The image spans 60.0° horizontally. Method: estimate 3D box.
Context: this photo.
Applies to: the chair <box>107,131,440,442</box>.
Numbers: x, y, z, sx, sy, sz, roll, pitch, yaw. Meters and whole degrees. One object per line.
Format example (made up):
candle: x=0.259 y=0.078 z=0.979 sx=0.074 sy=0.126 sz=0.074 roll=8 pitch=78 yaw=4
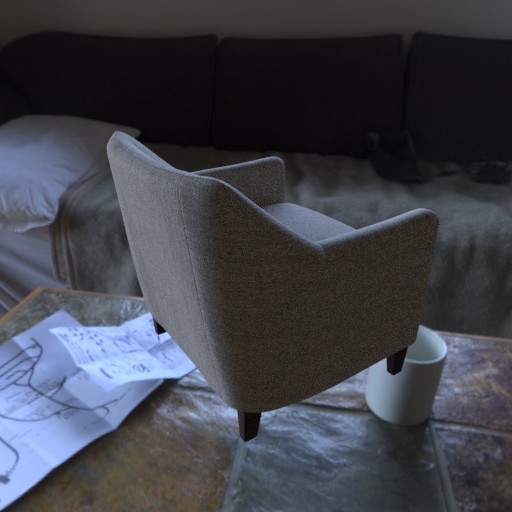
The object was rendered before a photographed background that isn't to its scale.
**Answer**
chair: x=0.000 y=0.000 z=1.422 sx=0.758 sy=0.761 sz=0.796 roll=-17 pitch=32 yaw=-30
